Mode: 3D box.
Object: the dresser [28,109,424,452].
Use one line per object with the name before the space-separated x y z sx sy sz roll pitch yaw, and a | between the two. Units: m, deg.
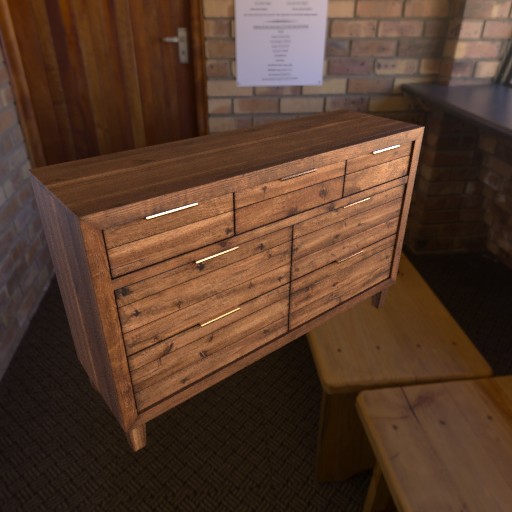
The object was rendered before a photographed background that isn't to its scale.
dresser | 0.000 0.000 1.767 1.387 0.892 0.438 -22 36 -33
